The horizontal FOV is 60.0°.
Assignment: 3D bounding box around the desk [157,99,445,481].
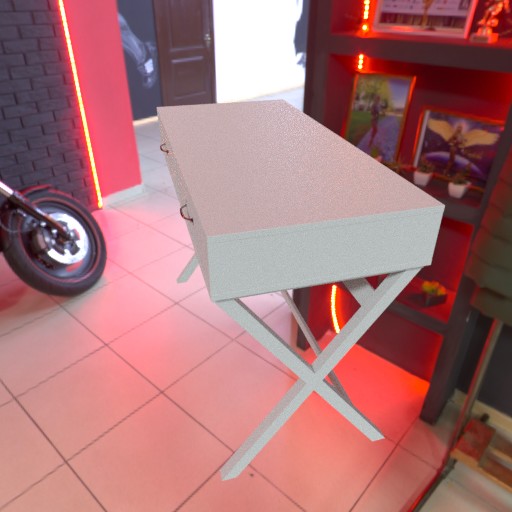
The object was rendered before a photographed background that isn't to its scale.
[{"bbox_3d":[0.000,0.000,1.503,0.525,0.780,1.057,-8,32,-13],"label":"desk"}]
